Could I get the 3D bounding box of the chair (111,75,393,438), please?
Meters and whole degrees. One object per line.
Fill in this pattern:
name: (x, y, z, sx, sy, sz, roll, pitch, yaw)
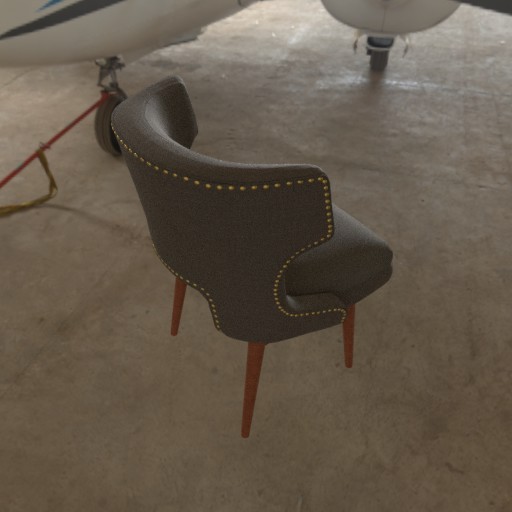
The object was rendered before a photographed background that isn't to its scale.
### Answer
chair: (0.000, 0.000, 1.205, 0.581, 0.863, 0.595, -25, 48, -25)
